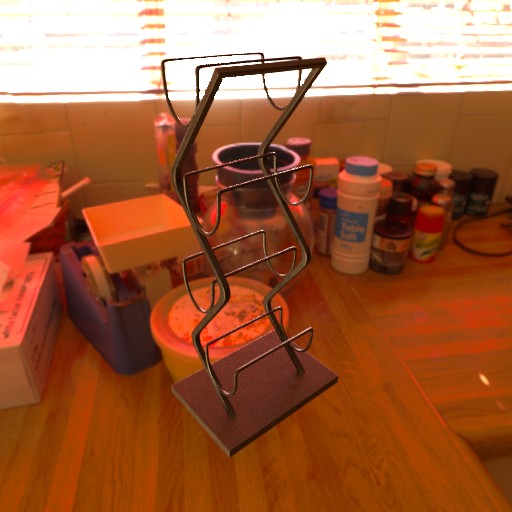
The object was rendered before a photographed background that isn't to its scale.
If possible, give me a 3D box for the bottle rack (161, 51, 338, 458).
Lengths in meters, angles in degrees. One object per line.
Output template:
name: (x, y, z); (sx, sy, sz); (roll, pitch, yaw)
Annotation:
bottle rack: (0.000, 0.000, 0.686); (0.254, 0.559, 0.178); (-22, 36, -34)
